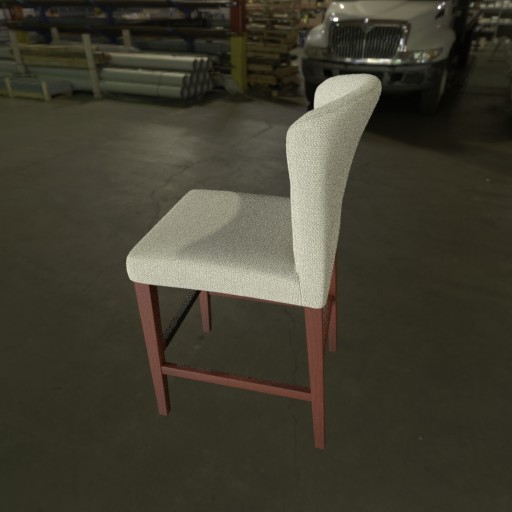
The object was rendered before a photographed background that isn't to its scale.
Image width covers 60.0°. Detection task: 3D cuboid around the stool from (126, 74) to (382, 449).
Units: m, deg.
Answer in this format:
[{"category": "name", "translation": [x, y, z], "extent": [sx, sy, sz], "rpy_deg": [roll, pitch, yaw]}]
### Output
[{"category": "stool", "translation": [0.000, 0.000, 1.267], "extent": [0.568, 0.969, 0.481], "rpy_deg": [7, 31, 12]}]
